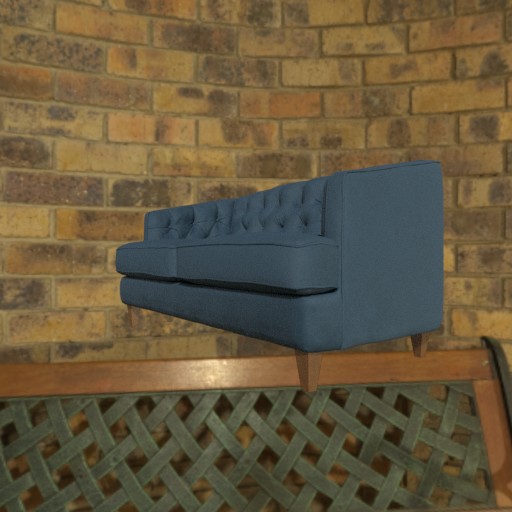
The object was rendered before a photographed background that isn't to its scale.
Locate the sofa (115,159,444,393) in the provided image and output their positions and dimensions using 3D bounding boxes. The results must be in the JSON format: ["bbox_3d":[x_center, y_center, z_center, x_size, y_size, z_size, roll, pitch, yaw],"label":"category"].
[{"bbox_3d":[0.000,0.000,2.260,0.941,0.854,1.733,0,0,-35],"label":"sofa"}]
